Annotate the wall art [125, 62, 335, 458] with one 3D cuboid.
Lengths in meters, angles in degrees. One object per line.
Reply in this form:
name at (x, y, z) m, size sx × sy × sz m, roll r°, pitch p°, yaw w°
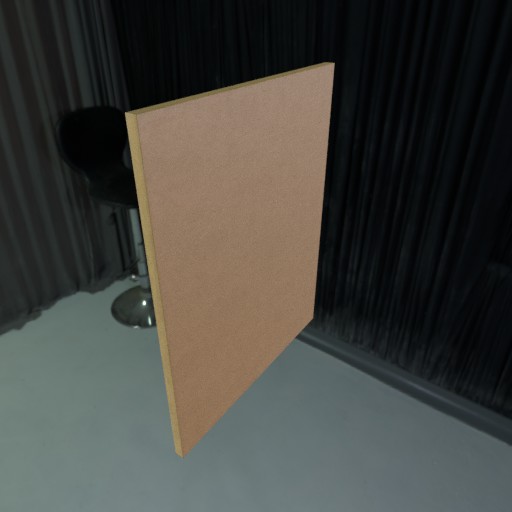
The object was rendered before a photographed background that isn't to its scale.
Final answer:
wall art at (0.000, 0.000, 1.349) m, size 0.030 × 1.002 × 0.798 m, roll 20°, pitch 36°, yaw 29°
